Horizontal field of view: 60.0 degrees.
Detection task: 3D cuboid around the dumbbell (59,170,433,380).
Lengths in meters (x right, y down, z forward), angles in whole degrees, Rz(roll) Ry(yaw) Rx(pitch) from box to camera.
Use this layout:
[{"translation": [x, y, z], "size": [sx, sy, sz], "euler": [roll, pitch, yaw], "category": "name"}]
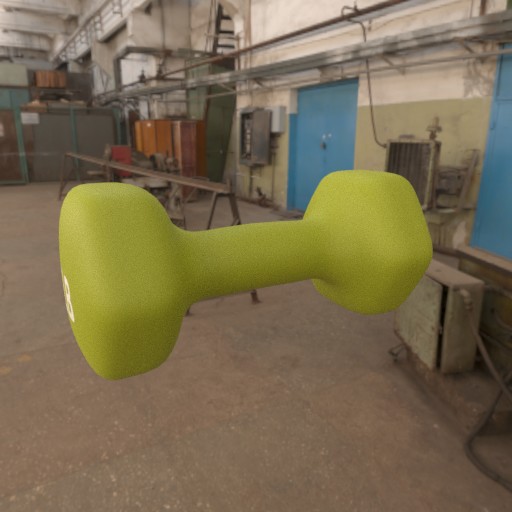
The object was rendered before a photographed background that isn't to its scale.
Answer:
[{"translation": [0.000, 0.000, 0.204], "size": [0.164, 0.072, 0.080], "euler": [-8, 18, -27], "category": "dumbbell"}]
